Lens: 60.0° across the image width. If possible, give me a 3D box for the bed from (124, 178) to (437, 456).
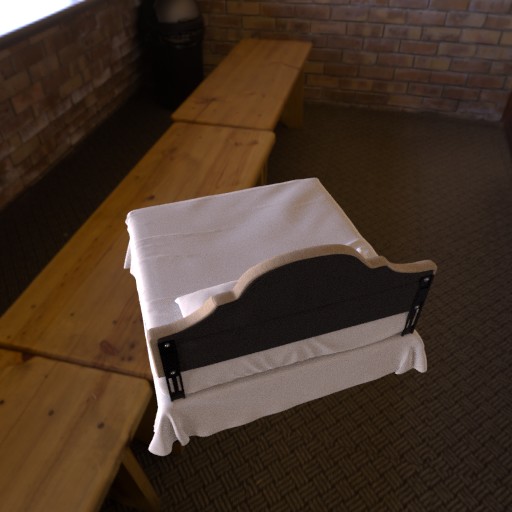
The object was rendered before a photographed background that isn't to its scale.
[{"bbox_3d":[0.000,0.000,3.757,2.303,1.631,2.222,-12,43,-13],"label":"bed"}]
